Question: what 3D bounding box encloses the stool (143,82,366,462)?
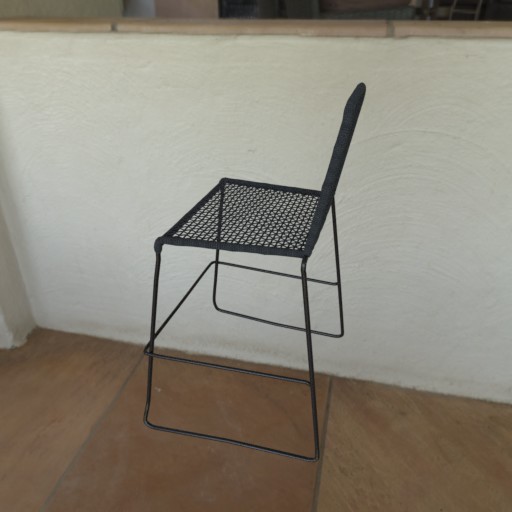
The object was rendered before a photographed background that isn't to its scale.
[{"bbox_3d":[0.000,0.000,1.241,0.509,0.905,0.590,8,31,15],"label":"stool"}]
